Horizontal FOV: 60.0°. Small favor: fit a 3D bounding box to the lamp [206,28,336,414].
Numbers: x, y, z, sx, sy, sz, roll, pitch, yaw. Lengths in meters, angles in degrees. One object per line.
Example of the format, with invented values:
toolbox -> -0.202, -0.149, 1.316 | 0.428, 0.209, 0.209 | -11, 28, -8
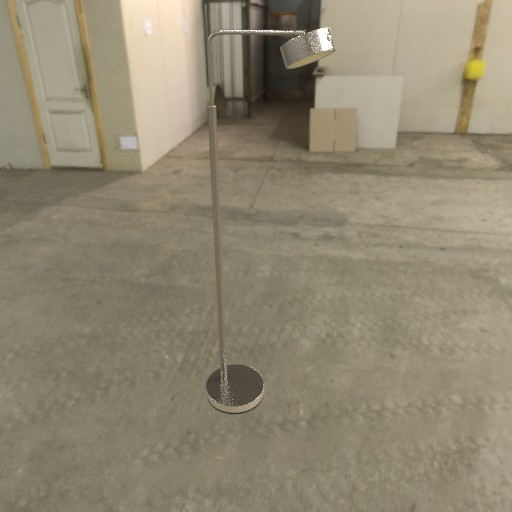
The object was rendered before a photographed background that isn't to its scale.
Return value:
lamp -> 0.000, 0.000, 1.363 | 0.421, 1.250, 0.222 | 20, 34, 32
